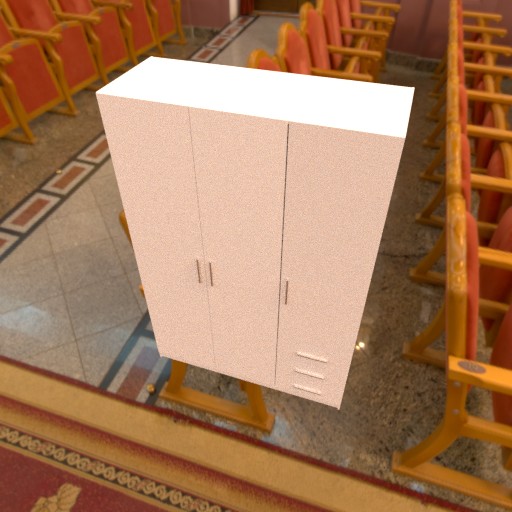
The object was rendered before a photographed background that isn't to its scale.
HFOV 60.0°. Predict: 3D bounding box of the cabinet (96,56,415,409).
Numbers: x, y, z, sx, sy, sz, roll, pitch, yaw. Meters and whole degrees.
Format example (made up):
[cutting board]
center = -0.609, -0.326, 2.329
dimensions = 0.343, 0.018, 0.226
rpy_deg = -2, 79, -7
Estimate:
[cabinet]
center = 0.000, 0.000, 2.546
dimensions = 1.290, 1.910, 0.510
rpy_deg = 13, 43, 14
